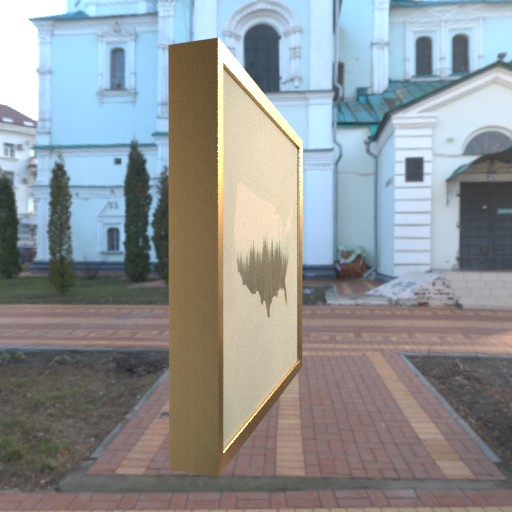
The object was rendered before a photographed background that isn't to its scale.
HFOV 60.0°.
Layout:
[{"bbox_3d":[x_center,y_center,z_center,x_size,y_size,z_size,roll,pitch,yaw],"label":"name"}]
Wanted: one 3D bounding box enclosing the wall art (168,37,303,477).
[{"bbox_3d":[0.000,0.000,0.458,0.038,0.304,0.304,0,1,17],"label":"wall art"}]
